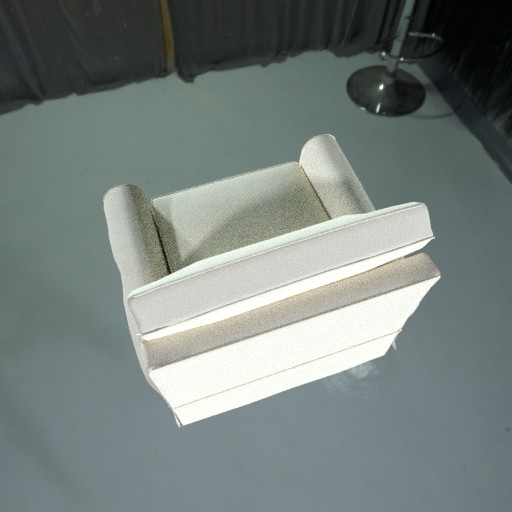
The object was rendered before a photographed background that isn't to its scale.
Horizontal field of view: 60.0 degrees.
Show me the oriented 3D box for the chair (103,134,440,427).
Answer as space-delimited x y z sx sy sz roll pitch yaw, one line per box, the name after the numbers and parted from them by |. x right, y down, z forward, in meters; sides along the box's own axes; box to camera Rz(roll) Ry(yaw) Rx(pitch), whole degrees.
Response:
0.000 0.000 1.833 1.099 0.958 0.904 -16 60 -10 | chair
